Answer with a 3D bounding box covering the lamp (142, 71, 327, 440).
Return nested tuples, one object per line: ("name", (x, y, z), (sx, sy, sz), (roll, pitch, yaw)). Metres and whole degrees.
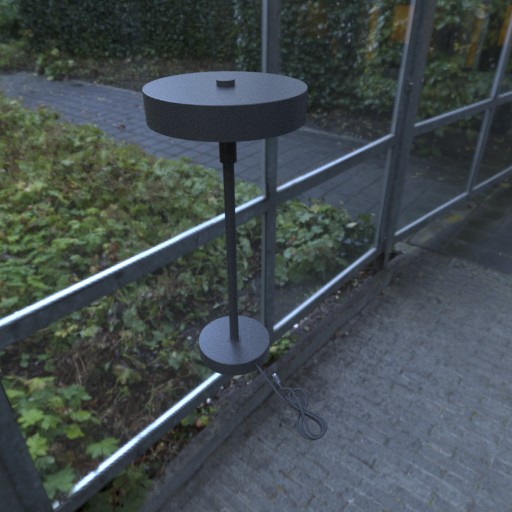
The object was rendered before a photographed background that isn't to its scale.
("lamp", (0.000, 0.000, 0.701), (0.229, 0.508, 0.369), (-22, 38, -31))
